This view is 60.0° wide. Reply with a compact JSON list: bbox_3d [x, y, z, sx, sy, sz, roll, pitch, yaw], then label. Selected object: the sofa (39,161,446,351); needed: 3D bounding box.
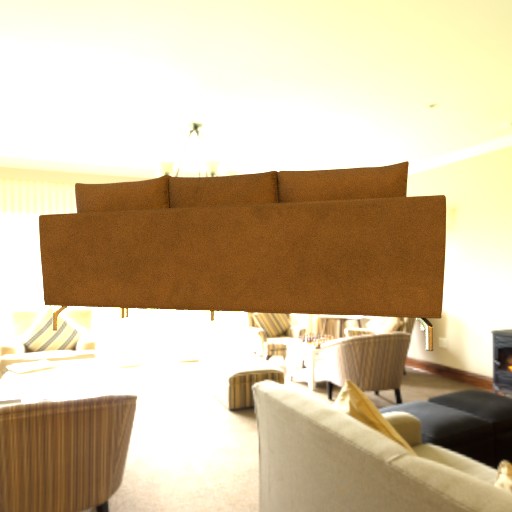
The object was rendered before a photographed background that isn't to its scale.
[{"bbox_3d":[0.000,0.000,3.230,2.438,0.987,1.622,-1,-2,18],"label":"sofa"}]
